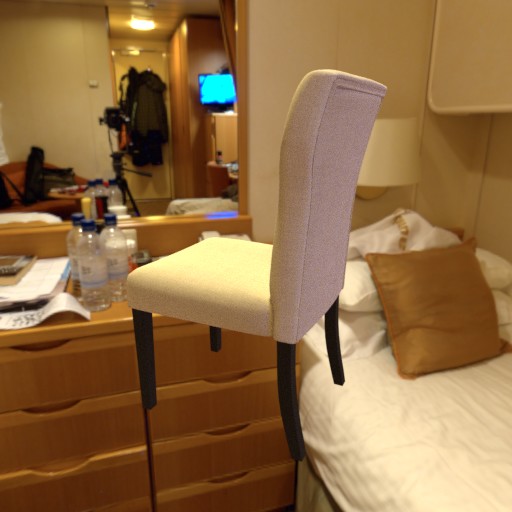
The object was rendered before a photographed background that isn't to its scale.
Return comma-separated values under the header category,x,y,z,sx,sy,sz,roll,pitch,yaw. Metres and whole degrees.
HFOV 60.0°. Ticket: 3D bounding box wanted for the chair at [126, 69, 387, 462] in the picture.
category,x,y,z,sx,sy,sz,roll,pitch,yaw
chair,0.000,0.000,1.255,0.597,0.921,0.509,8,19,25
